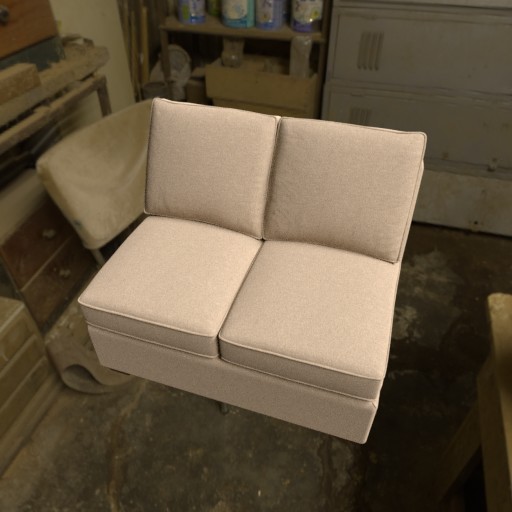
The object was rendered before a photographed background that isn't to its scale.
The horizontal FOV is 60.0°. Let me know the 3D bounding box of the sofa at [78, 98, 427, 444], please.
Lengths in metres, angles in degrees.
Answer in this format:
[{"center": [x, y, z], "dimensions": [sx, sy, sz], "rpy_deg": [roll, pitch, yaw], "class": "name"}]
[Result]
[{"center": [0.000, 0.000, 1.934], "dimensions": [1.237, 1.008, 0.951], "rpy_deg": [12, 42, 14], "class": "sofa"}]
